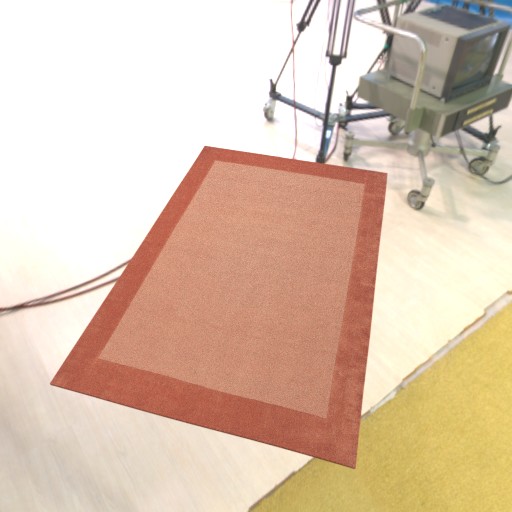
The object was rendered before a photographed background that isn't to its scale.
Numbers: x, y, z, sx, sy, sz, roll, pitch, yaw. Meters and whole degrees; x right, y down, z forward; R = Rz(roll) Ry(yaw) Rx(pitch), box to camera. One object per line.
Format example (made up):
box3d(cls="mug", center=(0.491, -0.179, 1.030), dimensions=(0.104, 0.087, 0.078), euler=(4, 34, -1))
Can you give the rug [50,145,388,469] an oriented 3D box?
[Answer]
box3d(cls="rug", center=(0.000, 0.000, 2.279), dimensions=(1.219, 0.014, 1.829), euler=(11, 47, 11))
